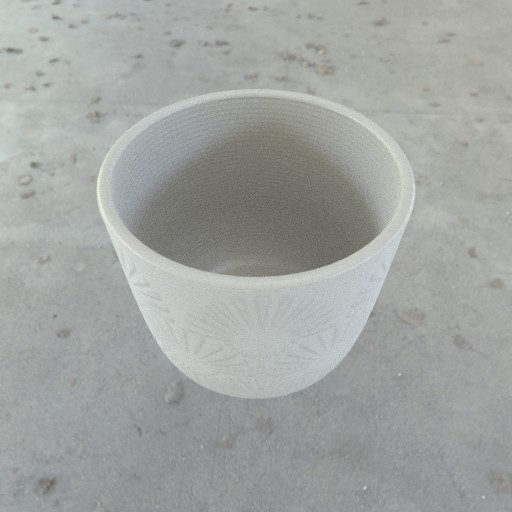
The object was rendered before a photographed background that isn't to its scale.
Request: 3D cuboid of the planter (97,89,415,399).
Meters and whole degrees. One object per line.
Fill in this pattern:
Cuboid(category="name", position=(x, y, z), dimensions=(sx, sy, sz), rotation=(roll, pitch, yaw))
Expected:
Cuboid(category="planter", position=(0.000, 0.000, 0.216), dimensions=(0.124, 0.109, 0.124), rotation=(0, 48, 0))
